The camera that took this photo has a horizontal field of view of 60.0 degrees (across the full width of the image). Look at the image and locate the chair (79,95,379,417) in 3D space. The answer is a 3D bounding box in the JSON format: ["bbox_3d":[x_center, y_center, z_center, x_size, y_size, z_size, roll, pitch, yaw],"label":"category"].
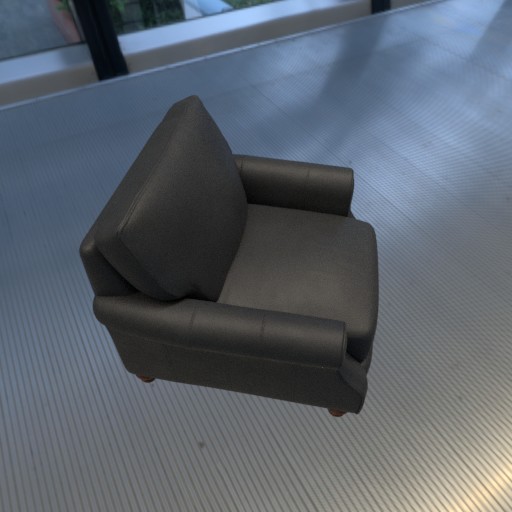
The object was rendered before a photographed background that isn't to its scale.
[{"bbox_3d":[0.000,0.000,1.764,1.027,0.960,1.015,11,48,10],"label":"chair"}]
